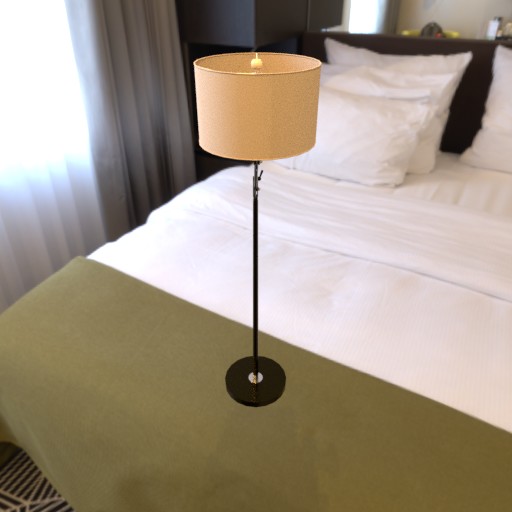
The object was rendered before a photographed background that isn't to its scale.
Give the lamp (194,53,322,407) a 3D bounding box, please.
[{"bbox_3d":[0.000,0.000,1.919,0.373,1.635,0.809,-1,32,-1],"label":"lamp"}]
